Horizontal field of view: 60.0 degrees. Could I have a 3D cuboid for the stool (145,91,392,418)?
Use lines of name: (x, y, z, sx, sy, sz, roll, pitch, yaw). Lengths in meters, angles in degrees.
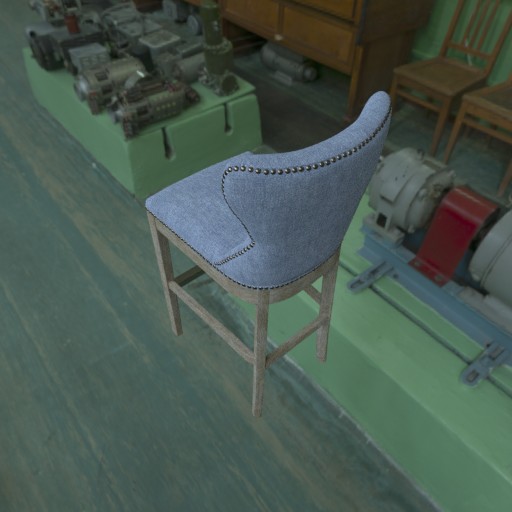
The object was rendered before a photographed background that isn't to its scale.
stool: (0.000, 0.000, 1.443, 0.494, 1.123, 0.606, -31, 53, -27)
